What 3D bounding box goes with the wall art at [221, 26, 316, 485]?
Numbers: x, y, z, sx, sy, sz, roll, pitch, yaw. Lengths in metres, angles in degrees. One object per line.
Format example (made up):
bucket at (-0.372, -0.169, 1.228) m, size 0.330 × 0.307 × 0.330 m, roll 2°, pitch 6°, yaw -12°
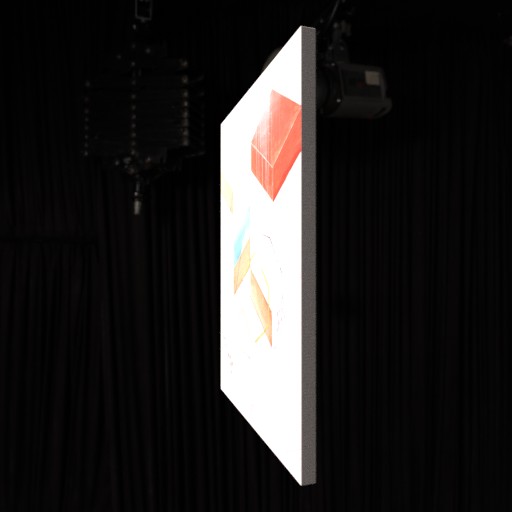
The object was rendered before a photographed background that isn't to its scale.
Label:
wall art at (0.000, 0.000, 1.616) m, size 0.046 × 1.221 × 0.914 m, roll 0°, pitch 0°, yaw -18°
